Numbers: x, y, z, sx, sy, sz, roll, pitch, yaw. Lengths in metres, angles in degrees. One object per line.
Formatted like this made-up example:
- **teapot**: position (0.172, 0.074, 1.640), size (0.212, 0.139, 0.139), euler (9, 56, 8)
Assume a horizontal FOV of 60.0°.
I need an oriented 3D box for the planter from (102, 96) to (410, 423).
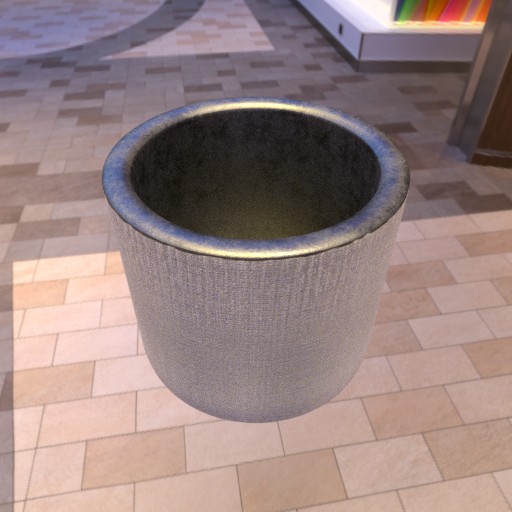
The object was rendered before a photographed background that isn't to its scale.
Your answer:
- **planter**: position (0.000, 0.000, 0.219), size (0.125, 0.112, 0.125), euler (0, 42, 0)
